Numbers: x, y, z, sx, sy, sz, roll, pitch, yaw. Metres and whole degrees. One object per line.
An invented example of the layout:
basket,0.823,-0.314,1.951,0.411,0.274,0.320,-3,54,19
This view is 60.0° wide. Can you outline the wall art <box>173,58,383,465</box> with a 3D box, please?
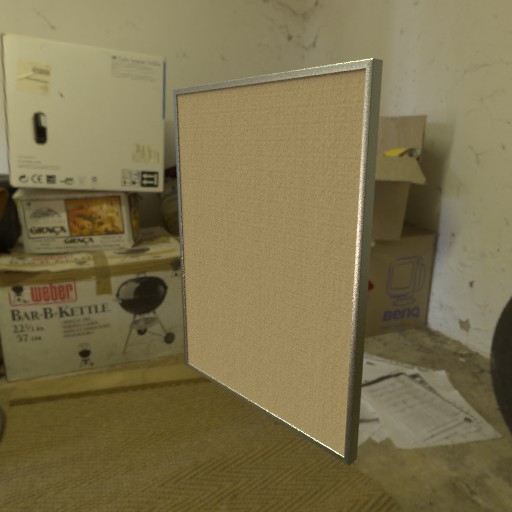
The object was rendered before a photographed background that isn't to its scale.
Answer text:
wall art,0.000,0.000,1.412,0.041,1.062,0.803,-13,19,-42
